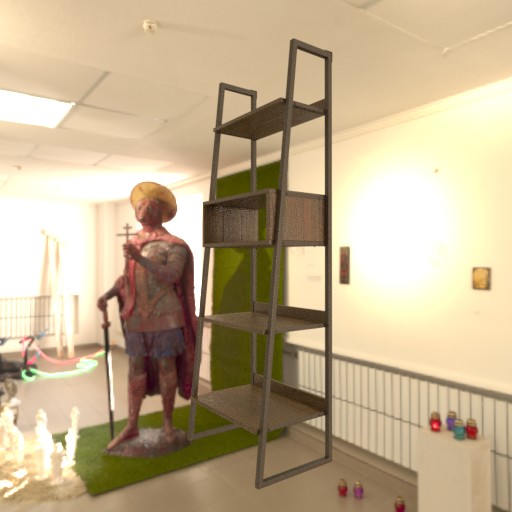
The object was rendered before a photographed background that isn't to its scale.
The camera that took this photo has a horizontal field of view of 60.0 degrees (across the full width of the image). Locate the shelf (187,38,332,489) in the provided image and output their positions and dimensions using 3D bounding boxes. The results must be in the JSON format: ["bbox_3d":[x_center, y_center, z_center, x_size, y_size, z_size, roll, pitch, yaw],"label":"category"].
[{"bbox_3d":[0.000,0.000,2.298,0.454,2.005,0.652,0,-1,-36],"label":"shelf"}]
